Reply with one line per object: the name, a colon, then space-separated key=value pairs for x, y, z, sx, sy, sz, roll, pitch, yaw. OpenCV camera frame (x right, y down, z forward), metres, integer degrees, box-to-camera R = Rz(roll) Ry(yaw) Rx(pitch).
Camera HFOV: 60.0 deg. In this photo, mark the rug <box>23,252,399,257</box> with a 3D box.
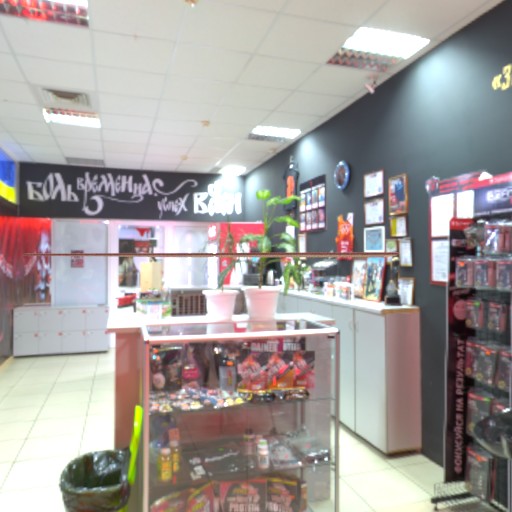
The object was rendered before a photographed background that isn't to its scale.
rug: x=0.000 y=0.000 z=3.913 sx=2.288 sy=0.018 sz=2.895 roll=0 pitch=0 yaw=15
